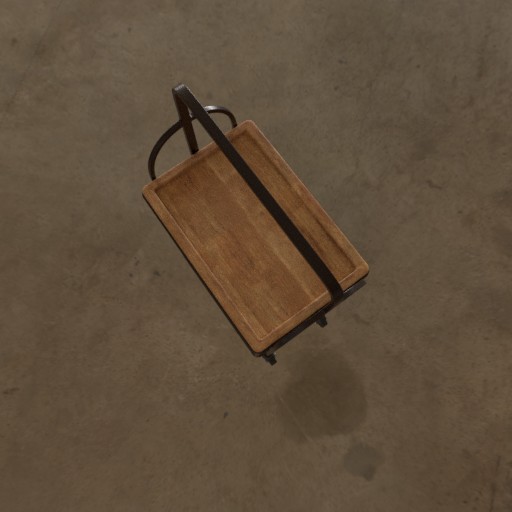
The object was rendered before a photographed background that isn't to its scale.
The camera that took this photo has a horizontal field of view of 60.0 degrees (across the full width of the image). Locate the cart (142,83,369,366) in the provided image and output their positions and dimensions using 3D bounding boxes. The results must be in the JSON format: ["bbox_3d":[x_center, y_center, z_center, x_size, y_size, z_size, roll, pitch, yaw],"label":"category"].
[{"bbox_3d":[0.000,0.000,1.227,0.327,1.001,0.553,-35,79,-8],"label":"cart"}]
